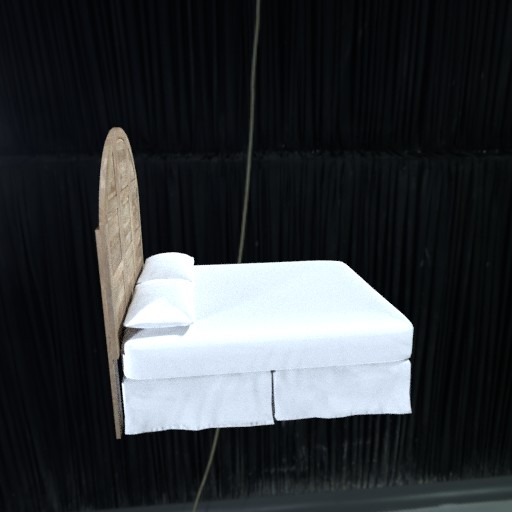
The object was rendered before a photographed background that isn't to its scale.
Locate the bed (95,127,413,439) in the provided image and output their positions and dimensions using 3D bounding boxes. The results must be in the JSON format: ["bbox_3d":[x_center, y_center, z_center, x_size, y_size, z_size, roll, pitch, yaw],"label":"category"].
[{"bbox_3d":[0.000,0.000,3.597,2.112,2.002,1.713,-2,16,-8],"label":"bed"}]
